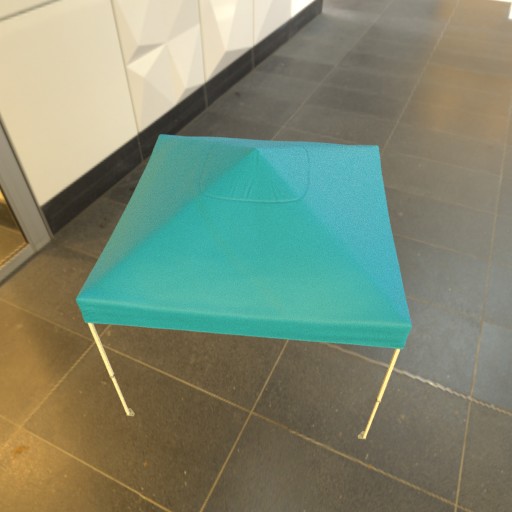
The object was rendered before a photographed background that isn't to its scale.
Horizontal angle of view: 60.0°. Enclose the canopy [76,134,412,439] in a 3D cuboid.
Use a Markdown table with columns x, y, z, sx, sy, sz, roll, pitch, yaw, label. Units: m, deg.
| x | y | z | sx | sy | sz | roll | pitch | yaw | label |
| --- | --- | --- | --- | --- | --- | --- | --- | --- | --- |
| 0.000 | 0.000 | 5.455 | 2.996 | 2.997 | 2.998 | 4 | 45 | 4 | canopy |
